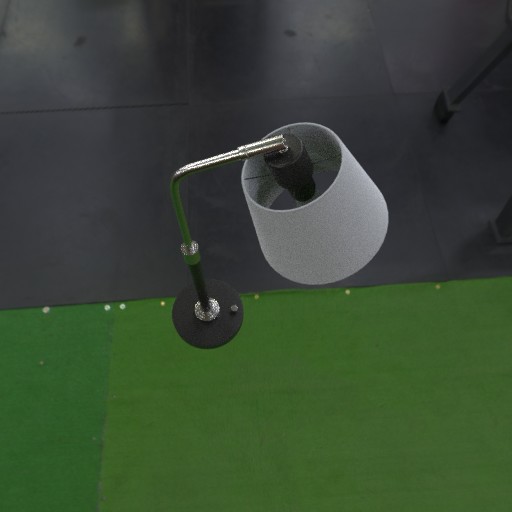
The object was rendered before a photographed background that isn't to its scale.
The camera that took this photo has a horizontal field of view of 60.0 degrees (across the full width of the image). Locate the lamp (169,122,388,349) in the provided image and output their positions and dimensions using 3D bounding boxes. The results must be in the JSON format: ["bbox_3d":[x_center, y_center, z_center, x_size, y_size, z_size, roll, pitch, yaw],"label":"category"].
[{"bbox_3d":[0.000,0.000,0.698,0.348,0.539,0.181,-1,63,-1],"label":"lamp"}]
